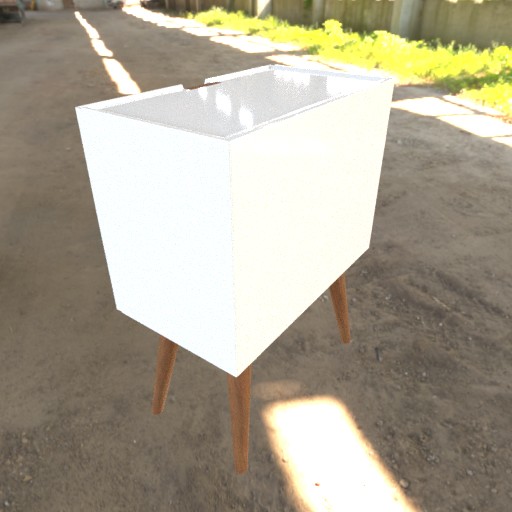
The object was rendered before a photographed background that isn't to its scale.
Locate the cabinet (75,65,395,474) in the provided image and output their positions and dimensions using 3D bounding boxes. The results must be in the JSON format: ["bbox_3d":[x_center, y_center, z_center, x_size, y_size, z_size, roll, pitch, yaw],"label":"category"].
[{"bbox_3d":[0.000,0.000,1.081,0.344,0.772,0.591,21,37,30],"label":"cabinet"}]
